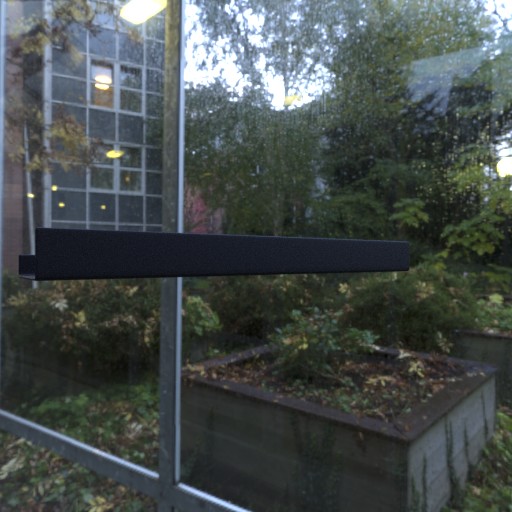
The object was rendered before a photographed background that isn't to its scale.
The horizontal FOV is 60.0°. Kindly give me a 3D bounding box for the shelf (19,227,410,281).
[{"bbox_3d":[0.000,0.000,0.649,0.605,0.053,0.102,0,-1,-36],"label":"shelf"}]
